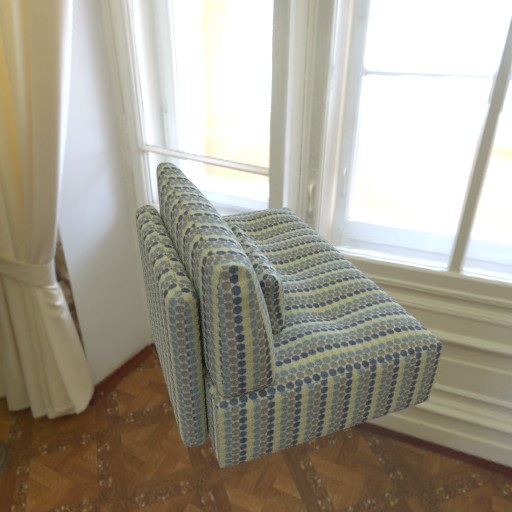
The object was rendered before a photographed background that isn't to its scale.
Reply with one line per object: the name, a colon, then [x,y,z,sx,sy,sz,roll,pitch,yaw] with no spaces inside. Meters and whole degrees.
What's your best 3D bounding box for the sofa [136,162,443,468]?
sofa: [0.000,0.000,2.036,1.000,0.820,1.450,-10,30,-18]
